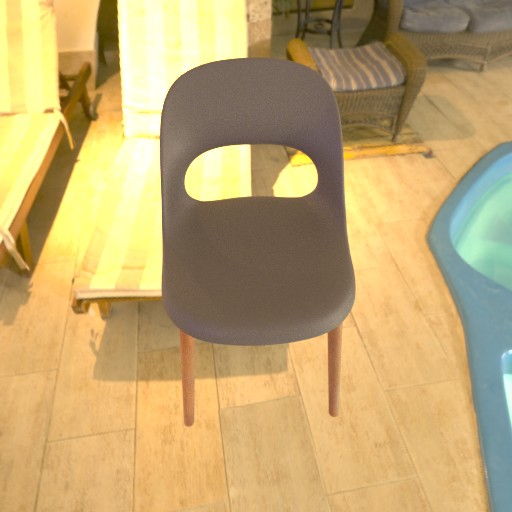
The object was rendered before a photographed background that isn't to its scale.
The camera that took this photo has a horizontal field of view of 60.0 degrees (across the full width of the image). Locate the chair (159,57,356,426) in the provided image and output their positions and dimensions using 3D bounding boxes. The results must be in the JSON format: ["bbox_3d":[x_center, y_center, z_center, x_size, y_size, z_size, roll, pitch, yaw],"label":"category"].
[{"bbox_3d":[0.000,0.000,1.150,0.470,0.795,0.556,-3,45,-3],"label":"chair"}]
